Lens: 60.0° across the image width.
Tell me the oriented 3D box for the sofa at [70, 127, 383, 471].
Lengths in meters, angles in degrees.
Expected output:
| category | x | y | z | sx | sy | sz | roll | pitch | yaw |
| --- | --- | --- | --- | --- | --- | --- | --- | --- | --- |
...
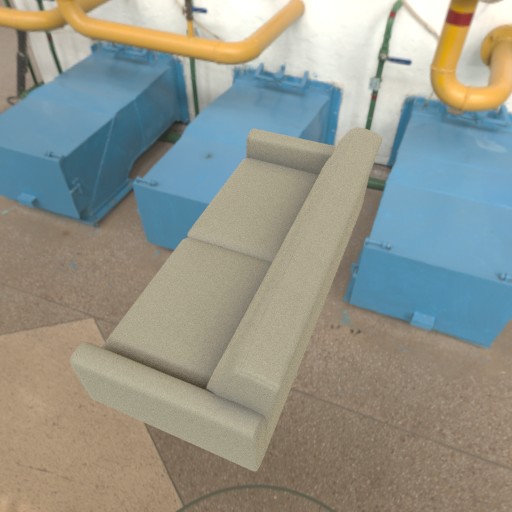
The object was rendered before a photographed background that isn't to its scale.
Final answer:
| category | x | y | z | sx | sy | sz | roll | pitch | yaw |
| --- | --- | --- | --- | --- | --- | --- | --- | --- | --- |
| sofa | 0.000 | 0.000 | 2.658 | 0.980 | 0.892 | 2.137 | 17 | 49 | 15 |
